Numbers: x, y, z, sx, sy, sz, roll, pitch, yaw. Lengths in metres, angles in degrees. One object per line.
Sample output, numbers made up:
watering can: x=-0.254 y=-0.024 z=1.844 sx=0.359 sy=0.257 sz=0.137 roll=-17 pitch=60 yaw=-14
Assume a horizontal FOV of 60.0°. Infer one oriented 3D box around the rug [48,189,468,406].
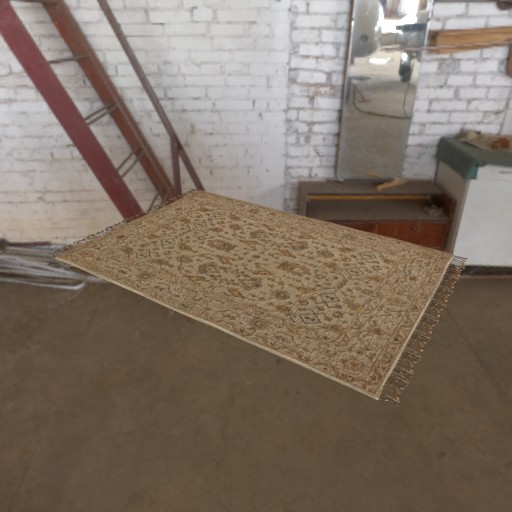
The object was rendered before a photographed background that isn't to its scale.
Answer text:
rug: x=0.000 y=0.000 z=3.005 sx=2.434 sy=0.027 sz=1.529 roll=18 pitch=34 yaw=29
